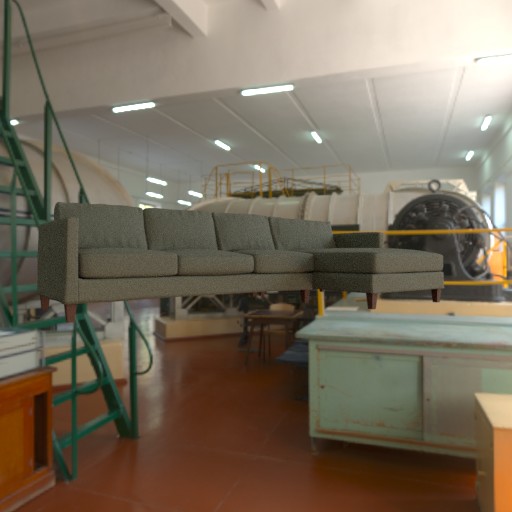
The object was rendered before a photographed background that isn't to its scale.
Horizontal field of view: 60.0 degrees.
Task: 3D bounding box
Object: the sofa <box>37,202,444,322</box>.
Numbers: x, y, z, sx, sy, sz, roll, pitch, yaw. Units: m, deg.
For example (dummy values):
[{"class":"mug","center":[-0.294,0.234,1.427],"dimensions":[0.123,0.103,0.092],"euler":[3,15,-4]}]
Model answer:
[{"class":"sofa","center":[0.000,0.000,3.839],"dimensions":[3.186,0.861,1.625],"euler":[0,0,-36]}]
